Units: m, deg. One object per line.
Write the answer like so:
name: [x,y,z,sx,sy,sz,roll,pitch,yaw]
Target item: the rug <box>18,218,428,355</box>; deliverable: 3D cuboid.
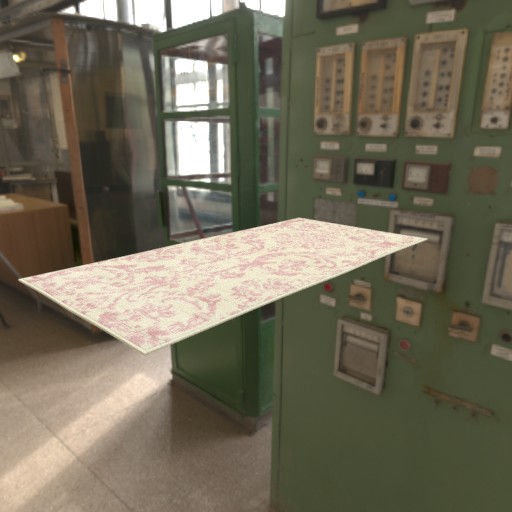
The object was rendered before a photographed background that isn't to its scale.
rug: [0.000,0.000,1.414,0.604,0.007,1.219,14,21,41]
